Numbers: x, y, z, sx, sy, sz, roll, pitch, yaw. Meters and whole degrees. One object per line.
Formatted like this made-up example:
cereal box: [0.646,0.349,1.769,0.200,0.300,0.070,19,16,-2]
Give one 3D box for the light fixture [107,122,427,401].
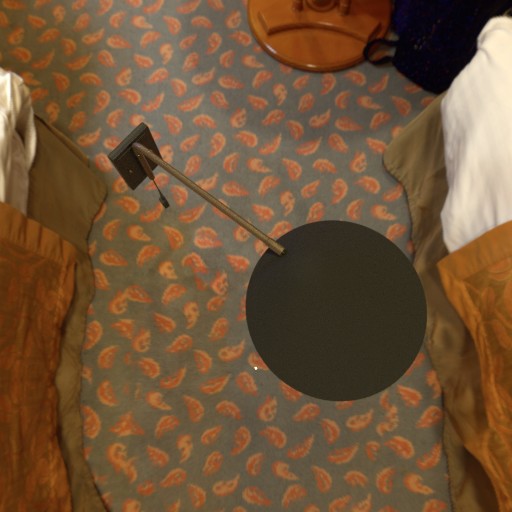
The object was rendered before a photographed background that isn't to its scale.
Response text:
light fixture: [0.000,0.000,0.686,0.516,0.312,0.240,39,79,9]
